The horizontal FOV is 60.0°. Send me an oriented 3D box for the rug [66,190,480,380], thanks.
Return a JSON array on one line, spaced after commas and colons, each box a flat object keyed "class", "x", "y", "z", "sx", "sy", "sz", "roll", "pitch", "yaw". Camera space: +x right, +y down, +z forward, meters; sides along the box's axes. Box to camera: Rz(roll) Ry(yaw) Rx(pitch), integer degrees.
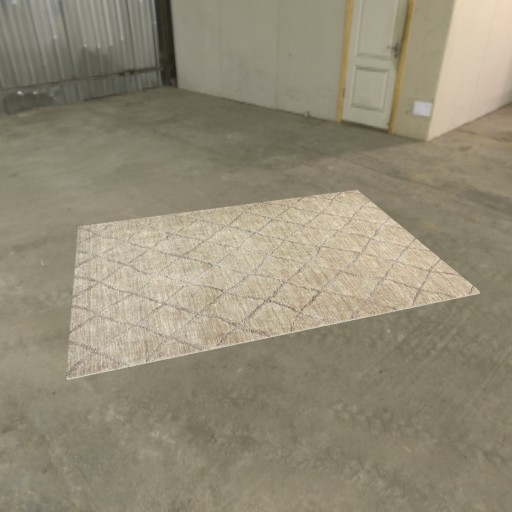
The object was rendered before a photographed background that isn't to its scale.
[{"class": "rug", "x": 0.000, "y": 0.000, "z": 2.928, "sx": 2.280, "sy": 0.015, "sz": 1.521, "roll": -9, "pitch": 33, "yaw": -14}]
